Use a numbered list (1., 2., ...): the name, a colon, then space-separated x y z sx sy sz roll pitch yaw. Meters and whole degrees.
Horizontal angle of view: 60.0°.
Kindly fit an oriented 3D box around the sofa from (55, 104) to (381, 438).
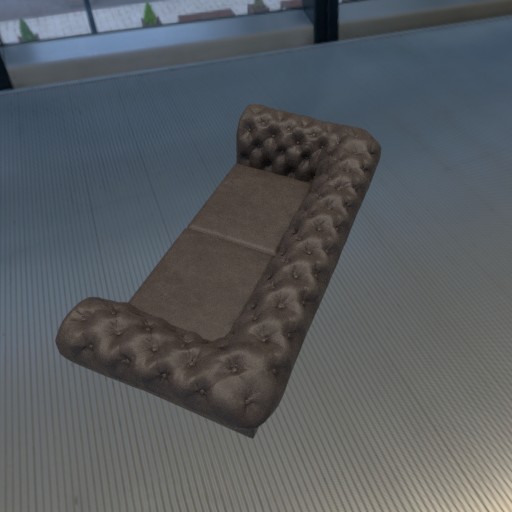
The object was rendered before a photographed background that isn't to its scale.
1. sofa: 0.000 0.000 2.524 0.944 0.779 2.048 18 51 15
